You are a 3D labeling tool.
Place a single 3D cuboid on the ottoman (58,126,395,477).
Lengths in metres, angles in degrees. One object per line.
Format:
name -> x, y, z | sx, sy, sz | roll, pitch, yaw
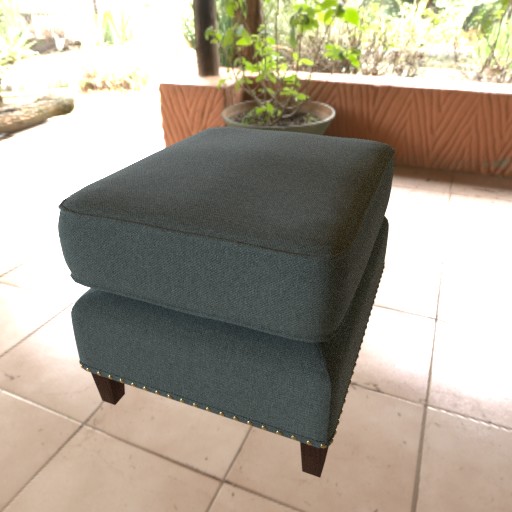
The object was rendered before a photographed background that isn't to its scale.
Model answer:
ottoman -> 0.000, 0.000, 1.118 | 0.589, 0.537, 0.738 | 11, 31, 19
